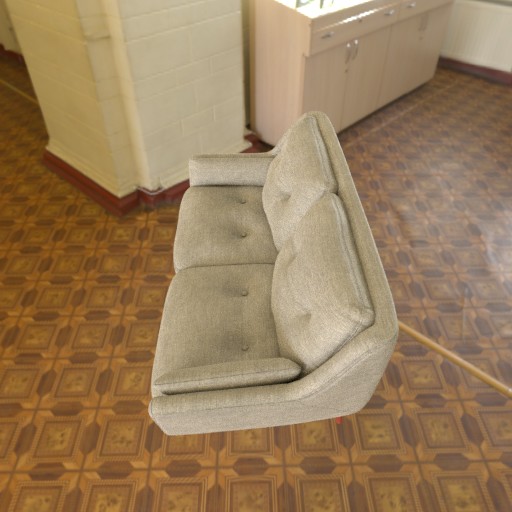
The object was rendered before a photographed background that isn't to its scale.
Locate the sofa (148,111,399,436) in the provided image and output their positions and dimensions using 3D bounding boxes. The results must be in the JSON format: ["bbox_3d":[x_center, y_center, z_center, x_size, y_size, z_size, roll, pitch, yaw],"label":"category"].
[{"bbox_3d":[0.000,0.000,2.419,0.976,0.897,1.930,-1,42,-1],"label":"sofa"}]
